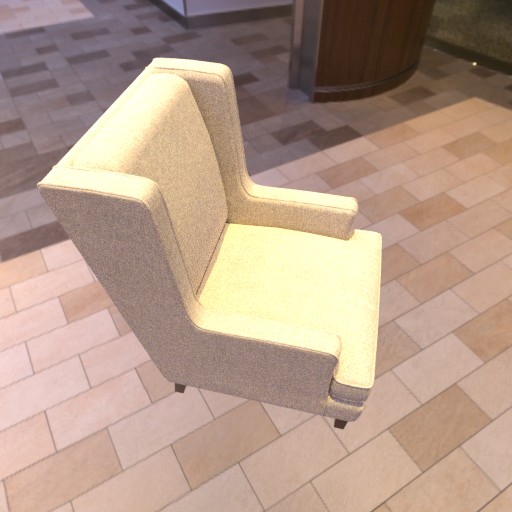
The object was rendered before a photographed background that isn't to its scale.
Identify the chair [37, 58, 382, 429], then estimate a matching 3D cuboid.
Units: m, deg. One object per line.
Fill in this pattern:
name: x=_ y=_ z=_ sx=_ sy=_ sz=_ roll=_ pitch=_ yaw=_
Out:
chair: x=0.000 y=0.000 z=1.644 sx=0.948 sy=1.082 sz=0.764 roll=10 pitch=47 yaw=9
